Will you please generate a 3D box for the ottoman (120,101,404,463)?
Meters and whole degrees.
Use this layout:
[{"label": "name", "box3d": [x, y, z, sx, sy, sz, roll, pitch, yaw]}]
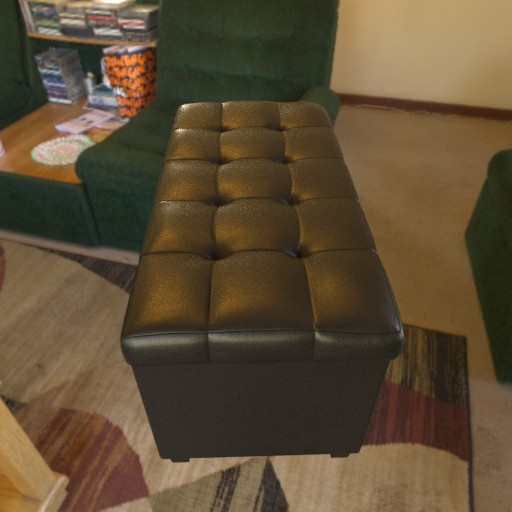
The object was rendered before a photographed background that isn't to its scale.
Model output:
[{"label": "ottoman", "box3d": [0.000, 0.000, 1.079, 0.432, 0.470, 0.838, -1, 41, -1]}]
